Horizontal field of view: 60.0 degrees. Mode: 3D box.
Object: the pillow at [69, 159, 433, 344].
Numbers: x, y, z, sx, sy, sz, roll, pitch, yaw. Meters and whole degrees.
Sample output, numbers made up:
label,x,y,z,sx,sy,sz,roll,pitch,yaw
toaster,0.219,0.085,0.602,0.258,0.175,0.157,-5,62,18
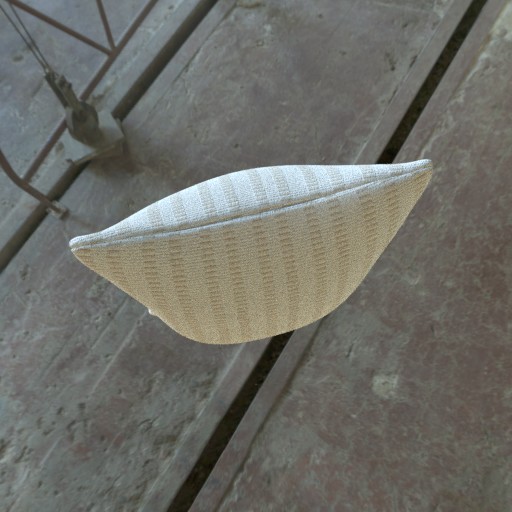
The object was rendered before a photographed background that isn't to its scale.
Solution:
label,x,y,z,sx,sy,sz,roll,pitch,yaw
pillow,0.000,0.000,0.703,0.438,0.419,0.247,-13,74,-4
